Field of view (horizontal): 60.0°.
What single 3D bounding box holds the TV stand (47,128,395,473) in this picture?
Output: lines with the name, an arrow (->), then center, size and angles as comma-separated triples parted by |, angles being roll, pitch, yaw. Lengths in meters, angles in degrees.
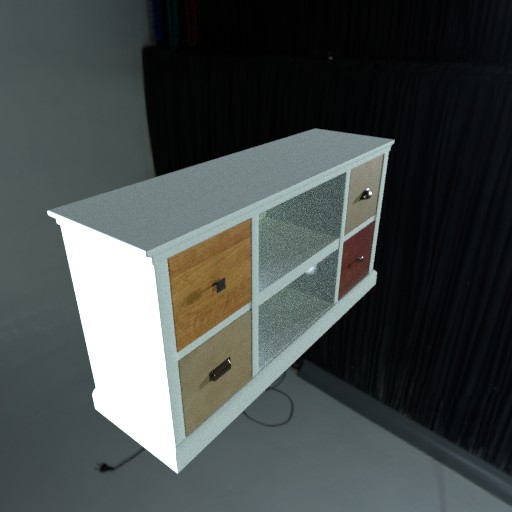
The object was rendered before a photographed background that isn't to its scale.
TV stand -> 0.000, 0.000, 1.495 | 0.424, 0.624, 1.187 | 19, 33, 33
